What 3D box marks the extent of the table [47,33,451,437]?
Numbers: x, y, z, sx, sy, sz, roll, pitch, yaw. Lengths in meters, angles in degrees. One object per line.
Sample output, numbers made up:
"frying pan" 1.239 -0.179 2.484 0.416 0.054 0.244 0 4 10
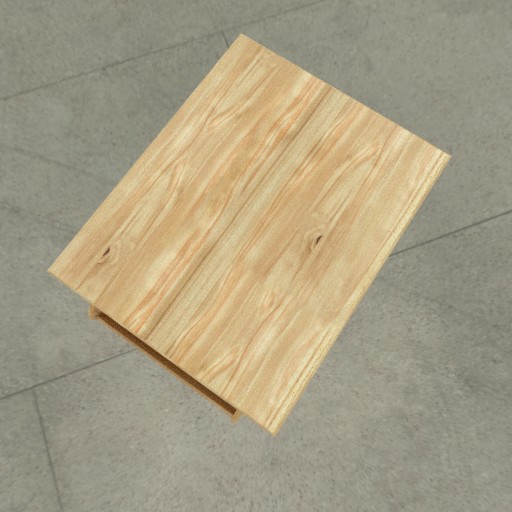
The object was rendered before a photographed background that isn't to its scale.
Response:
"table" 0.000 0.000 0.880 0.380 0.515 0.530 34 78 8
